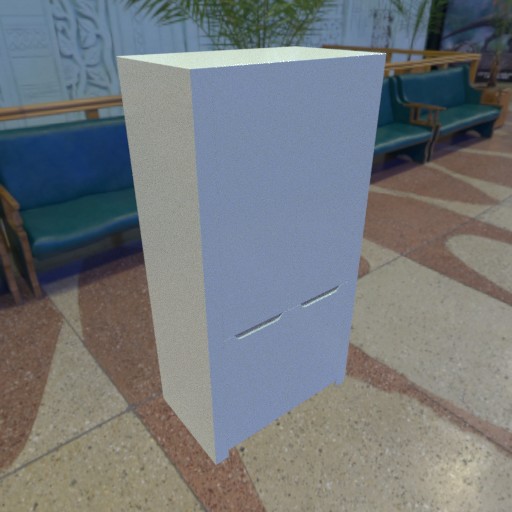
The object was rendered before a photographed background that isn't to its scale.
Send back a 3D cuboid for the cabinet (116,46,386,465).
[{"bbox_3d":[0.000,0.000,2.316,0.980,1.920,0.580,-21,35,-33],"label":"cabinet"}]
